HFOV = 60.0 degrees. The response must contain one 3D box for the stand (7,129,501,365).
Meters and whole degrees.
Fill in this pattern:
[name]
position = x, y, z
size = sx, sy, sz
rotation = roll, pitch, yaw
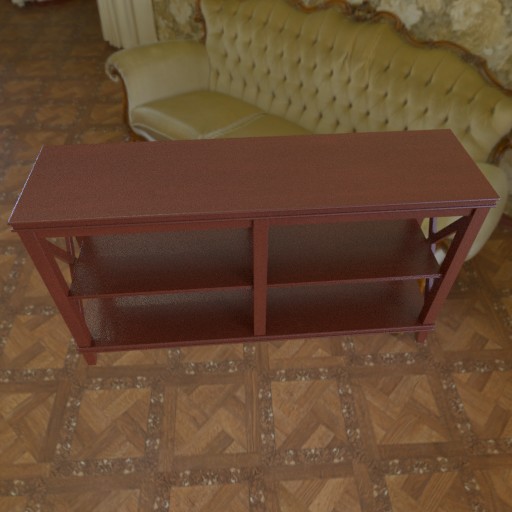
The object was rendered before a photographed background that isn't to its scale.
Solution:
[stand]
position = 0.000, 0.000, 1.632
size = 1.372, 0.762, 0.381
rotation = -3, 46, -3
